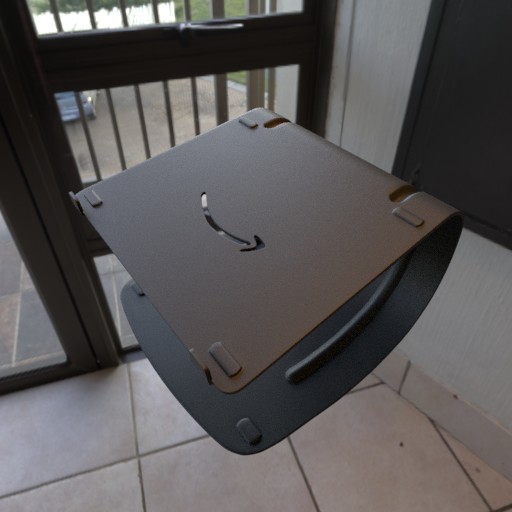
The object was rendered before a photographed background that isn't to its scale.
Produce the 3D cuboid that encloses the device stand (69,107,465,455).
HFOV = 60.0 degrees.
[{"bbox_3d":[0.000,0.000,0.402,0.236,0.155,0.256,-26,47,-27],"label":"device stand"}]
